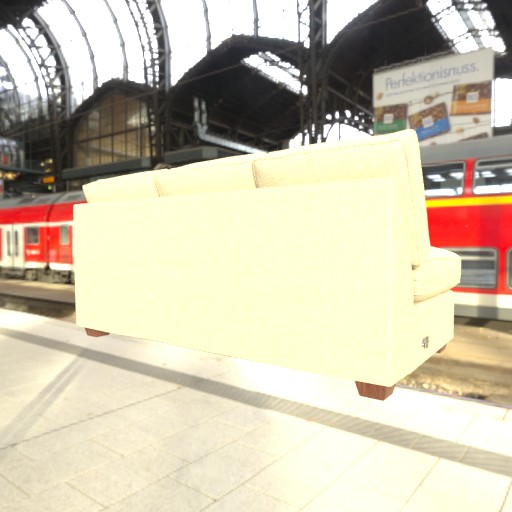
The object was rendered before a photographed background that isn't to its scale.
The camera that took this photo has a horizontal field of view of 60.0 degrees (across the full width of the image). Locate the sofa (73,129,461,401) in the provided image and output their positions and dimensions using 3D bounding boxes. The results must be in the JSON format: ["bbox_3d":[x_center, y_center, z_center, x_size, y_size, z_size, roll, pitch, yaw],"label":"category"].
[{"bbox_3d":[0.000,0.000,2.461,1.962,0.973,1.027,1,2,36],"label":"sofa"}]
